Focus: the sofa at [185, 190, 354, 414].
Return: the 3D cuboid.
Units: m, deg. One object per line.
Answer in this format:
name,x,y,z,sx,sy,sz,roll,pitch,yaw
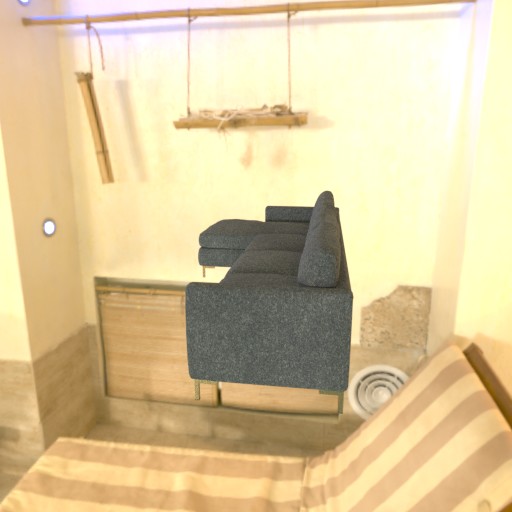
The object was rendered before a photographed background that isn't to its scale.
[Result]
sofa,0.000,0.000,3.506,1.350,0.810,2.932,2,14,9
